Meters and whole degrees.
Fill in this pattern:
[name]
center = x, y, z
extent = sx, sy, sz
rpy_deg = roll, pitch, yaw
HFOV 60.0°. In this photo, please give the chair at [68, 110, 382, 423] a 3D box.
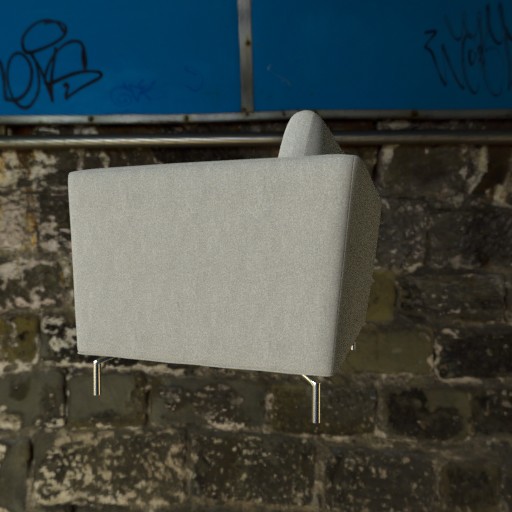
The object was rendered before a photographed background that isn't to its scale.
[chair]
center = 0.000, 0.000, 1.695
extent = 0.889, 0.864, 1.041
rpy_deg = 0, 1, 19
